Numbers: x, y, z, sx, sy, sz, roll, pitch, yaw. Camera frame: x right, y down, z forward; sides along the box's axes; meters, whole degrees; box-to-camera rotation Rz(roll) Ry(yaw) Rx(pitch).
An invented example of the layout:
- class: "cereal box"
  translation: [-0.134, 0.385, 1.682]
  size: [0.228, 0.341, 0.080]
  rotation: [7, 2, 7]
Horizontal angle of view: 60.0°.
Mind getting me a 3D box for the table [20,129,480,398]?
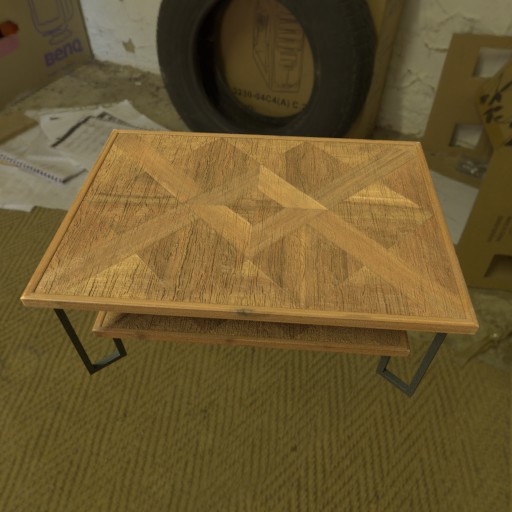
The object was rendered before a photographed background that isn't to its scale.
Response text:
- class: "table"
  translation: [0.000, 0.000, 1.663]
  size: [1.238, 0.492, 0.877]
  rotation: [3, 47, 3]
